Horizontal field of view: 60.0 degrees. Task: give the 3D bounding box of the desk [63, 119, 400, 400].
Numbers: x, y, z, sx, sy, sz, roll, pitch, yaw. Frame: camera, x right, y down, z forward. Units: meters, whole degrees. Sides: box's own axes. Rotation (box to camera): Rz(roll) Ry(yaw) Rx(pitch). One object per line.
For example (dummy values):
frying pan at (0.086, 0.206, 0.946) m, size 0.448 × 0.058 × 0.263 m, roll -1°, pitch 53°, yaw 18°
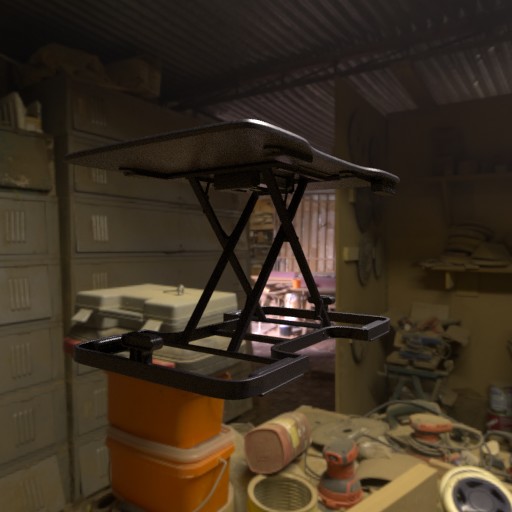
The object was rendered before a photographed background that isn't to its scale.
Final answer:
desk at (0.000, 0.000, 1.189) m, size 0.546 × 0.470 × 0.820 m, roll 1°, pitch 2°, yaw 35°
